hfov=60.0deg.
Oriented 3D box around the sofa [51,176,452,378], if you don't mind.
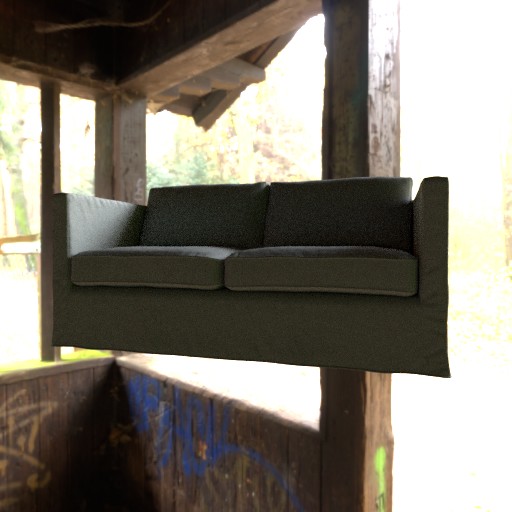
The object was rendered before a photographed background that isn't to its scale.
[{"bbox_3d":[0.000,0.000,2.226,1.727,0.830,0.944,0,1,17],"label":"sofa"}]
